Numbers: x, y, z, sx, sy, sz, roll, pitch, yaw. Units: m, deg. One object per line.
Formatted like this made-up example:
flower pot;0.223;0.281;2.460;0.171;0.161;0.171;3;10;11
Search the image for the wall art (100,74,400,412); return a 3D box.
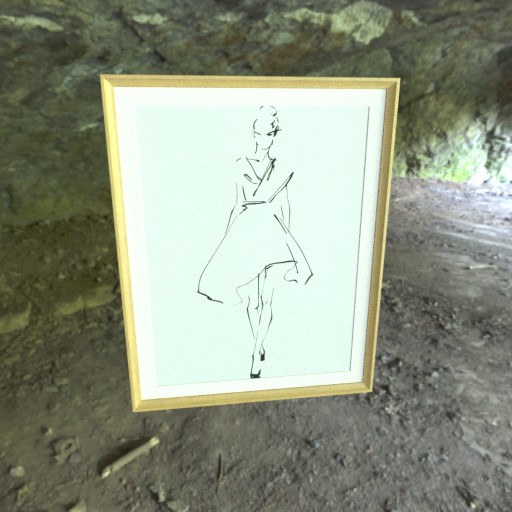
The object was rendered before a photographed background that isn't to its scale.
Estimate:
wall art;0.000;0.000;1.331;0.798;1.002;0.030;-2;18;-8
